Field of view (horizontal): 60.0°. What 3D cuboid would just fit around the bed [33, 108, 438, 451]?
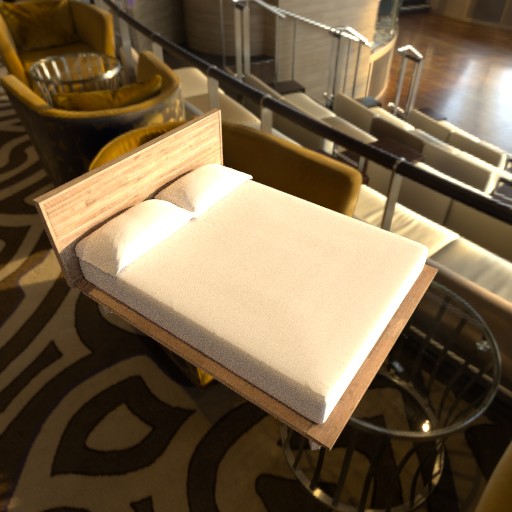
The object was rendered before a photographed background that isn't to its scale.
[{"bbox_3d":[0.000,0.000,3.153,2.145,1.071,1.759,25,46,26],"label":"bed"}]
